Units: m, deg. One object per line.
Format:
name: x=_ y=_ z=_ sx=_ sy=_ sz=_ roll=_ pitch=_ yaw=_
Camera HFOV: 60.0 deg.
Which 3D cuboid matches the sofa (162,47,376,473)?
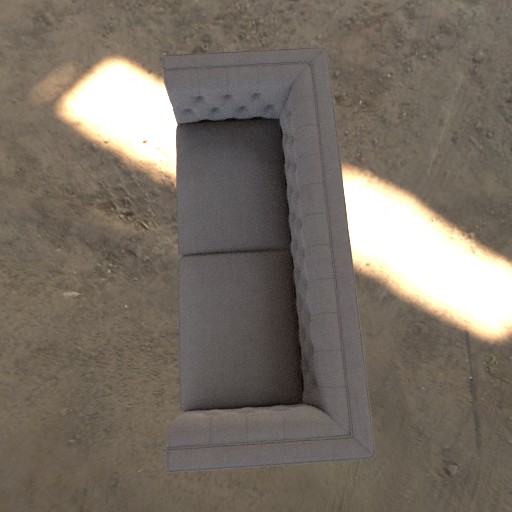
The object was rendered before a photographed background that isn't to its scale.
sofa: x=0.000 y=0.000 z=2.193 sx=0.775 sy=0.762 sz=1.778 roll=-3 pitch=75 yaw=-1
